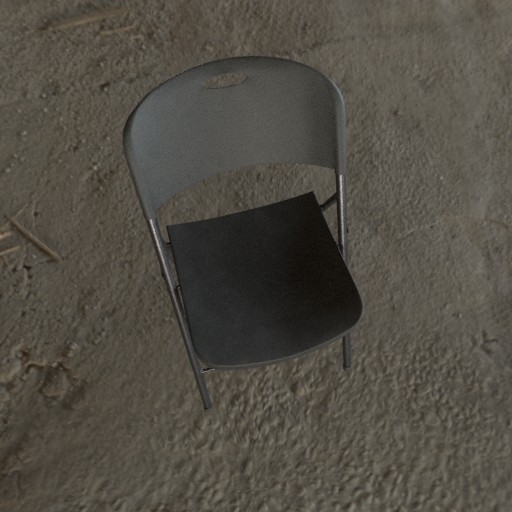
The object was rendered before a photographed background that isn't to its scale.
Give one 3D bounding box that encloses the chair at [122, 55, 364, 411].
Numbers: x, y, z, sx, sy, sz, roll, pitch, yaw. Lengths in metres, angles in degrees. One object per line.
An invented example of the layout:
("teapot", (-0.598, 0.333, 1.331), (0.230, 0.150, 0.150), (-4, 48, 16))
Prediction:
("chair", (0.000, 0.000, 1.178), (0.494, 0.810, 0.567), (-14, 63, -7))
